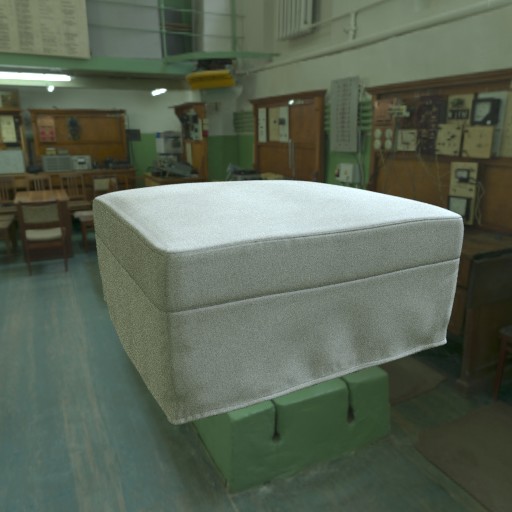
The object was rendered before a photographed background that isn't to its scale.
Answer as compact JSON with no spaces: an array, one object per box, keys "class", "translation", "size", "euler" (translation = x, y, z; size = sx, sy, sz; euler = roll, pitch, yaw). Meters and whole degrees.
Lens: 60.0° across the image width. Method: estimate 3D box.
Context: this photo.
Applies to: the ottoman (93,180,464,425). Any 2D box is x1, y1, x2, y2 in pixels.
[{"class":"ottoman","translation":[0.000,0.000,1.366],"size":[0.842,0.441,0.843],"euler":[-8,18,-27]}]
